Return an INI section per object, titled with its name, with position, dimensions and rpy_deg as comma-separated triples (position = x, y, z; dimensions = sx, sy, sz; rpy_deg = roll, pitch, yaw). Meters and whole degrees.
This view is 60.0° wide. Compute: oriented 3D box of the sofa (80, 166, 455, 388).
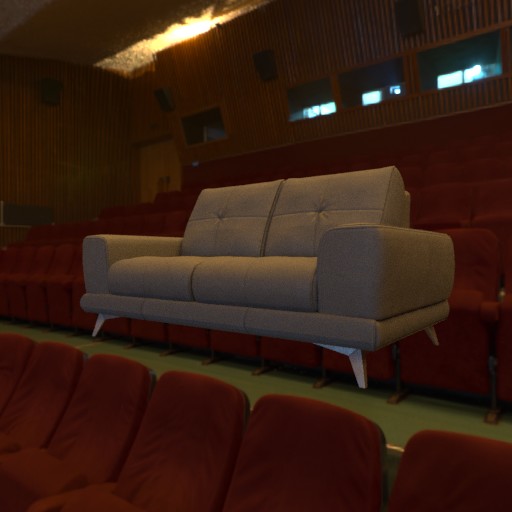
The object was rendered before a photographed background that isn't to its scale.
[sofa]
position = 0.000, 0.000, 2.382
dimensions = 1.806, 0.907, 1.018
rpy_deg = 0, 0, 37
